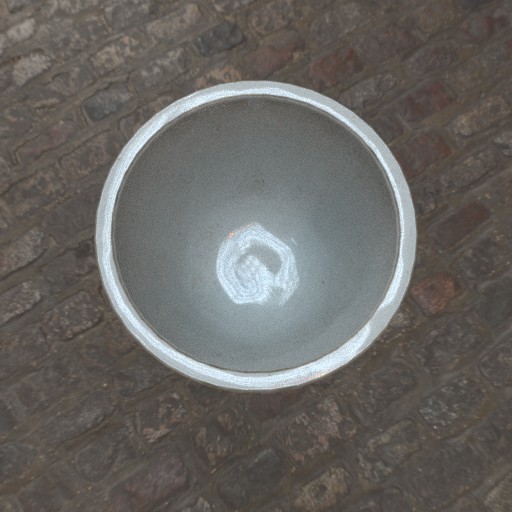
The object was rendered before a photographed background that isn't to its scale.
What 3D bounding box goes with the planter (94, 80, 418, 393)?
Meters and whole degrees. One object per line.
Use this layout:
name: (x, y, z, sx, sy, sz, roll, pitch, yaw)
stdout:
planter: (0.000, 0.000, 0.310, 0.173, 0.160, 0.173, 0, 78, 0)
